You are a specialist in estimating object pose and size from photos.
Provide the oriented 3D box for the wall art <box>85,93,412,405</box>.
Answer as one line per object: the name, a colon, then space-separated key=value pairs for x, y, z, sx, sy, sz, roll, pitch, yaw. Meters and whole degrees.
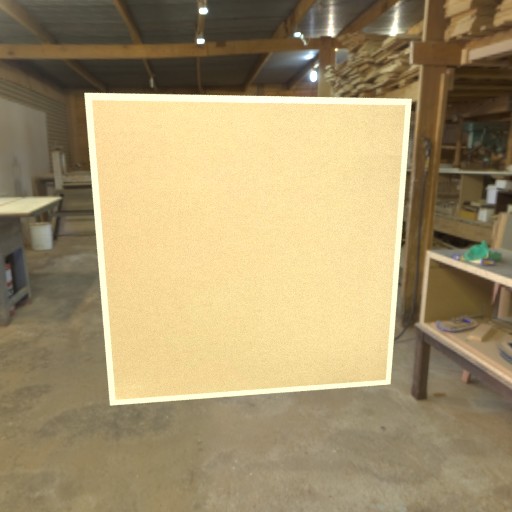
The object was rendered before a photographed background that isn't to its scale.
wall art: x=0.000 y=0.000 z=0.817 sx=0.557 sy=0.557 sz=0.012 roll=-2 pitch=13 yaw=-8
